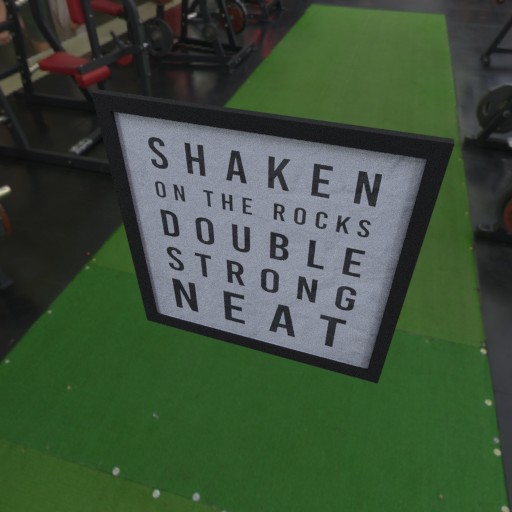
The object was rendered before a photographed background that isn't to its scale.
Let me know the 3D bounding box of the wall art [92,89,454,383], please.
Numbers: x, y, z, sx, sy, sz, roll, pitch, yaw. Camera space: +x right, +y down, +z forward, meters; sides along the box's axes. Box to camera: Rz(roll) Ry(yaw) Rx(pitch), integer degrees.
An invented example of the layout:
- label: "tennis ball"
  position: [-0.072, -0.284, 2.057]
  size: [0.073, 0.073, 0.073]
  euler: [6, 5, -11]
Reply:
- label: "wall art"
  position: [0.000, 0.000, 0.688]
  size: [0.456, 0.458, 0.013]
  euler: [12, 43, 14]
